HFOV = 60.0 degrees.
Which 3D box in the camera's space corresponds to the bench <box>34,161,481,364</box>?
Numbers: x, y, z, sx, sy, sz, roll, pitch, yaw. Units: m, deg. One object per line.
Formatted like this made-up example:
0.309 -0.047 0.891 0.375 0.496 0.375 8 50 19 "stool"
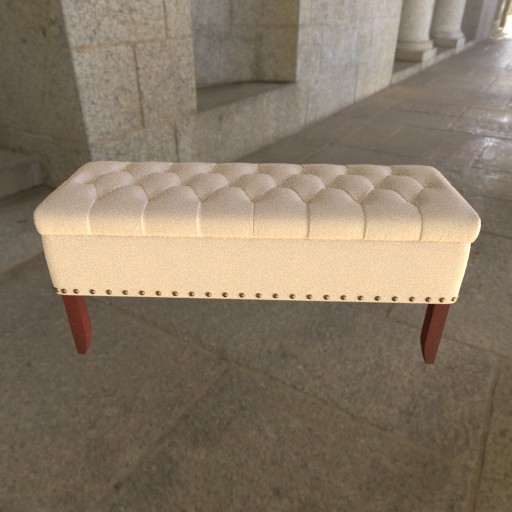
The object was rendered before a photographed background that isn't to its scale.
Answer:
0.000 0.000 1.291 1.054 0.470 0.400 1 31 2 "bench"
